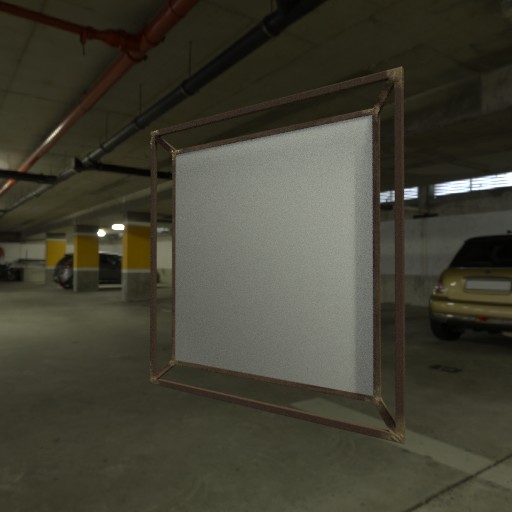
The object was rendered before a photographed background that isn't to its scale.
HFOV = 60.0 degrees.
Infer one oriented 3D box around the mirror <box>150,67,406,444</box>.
[{"bbox_3d":[0.000,0.000,0.909,0.610,0.610,0.032,-1,-1,36],"label":"mirror"}]
